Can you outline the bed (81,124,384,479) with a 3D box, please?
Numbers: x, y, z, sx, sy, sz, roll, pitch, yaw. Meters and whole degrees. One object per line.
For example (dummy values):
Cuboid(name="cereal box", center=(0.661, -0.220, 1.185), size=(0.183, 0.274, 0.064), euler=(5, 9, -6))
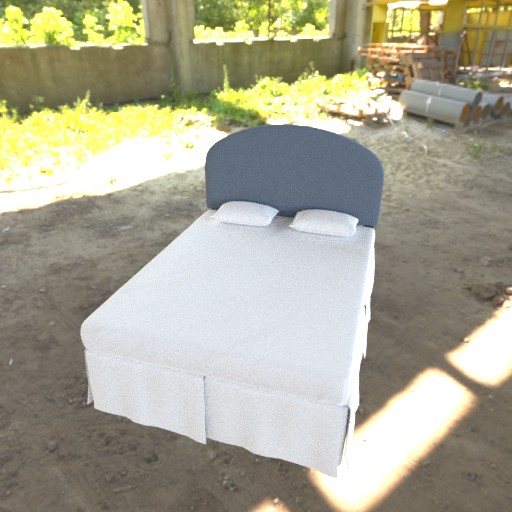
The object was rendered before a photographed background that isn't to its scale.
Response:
Cuboid(name="bed", center=(0.000, 0.000, 3.019), size=(1.607, 1.410, 2.005), euler=(8, 28, 15))
